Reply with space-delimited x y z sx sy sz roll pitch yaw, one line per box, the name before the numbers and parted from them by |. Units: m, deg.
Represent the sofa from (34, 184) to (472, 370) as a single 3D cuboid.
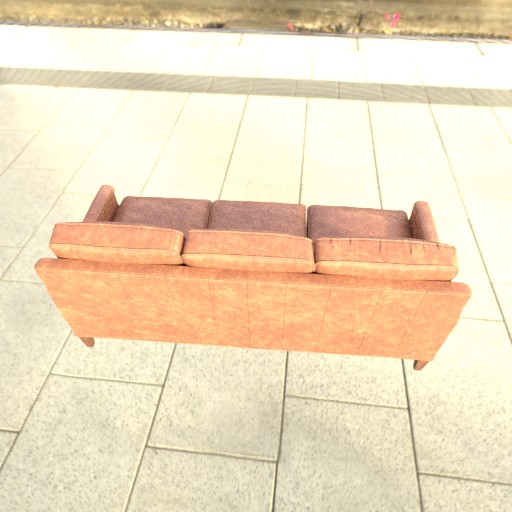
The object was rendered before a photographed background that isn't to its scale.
sofa | 0.000 0.000 2.781 2.246 1.003 1.084 3 45 3
